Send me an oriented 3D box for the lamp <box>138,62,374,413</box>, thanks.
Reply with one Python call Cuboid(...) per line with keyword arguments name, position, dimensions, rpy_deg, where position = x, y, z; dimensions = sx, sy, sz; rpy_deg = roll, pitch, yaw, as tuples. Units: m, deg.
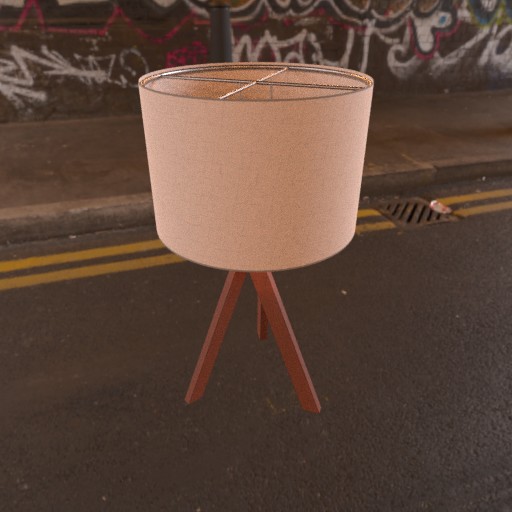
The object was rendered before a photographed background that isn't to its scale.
Cuboid(name="lamp", position=(0.000, 0.000, 0.905), dimensions=(0.380, 0.686, 0.380), rpy_deg=(11, 32, 18))
